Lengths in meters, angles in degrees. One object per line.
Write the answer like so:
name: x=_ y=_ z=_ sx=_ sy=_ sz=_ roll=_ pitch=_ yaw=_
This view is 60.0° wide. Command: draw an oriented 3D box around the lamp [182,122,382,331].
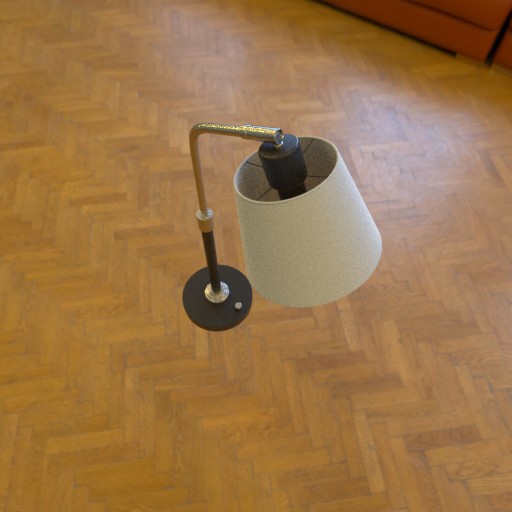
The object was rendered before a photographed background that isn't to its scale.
lamp: x=0.000 y=0.000 z=0.693 sx=0.348 sy=0.539 sz=0.181 roll=31 pitch=63 yaw=18
